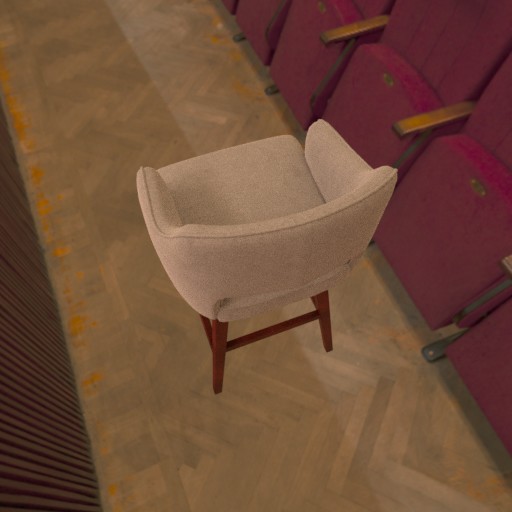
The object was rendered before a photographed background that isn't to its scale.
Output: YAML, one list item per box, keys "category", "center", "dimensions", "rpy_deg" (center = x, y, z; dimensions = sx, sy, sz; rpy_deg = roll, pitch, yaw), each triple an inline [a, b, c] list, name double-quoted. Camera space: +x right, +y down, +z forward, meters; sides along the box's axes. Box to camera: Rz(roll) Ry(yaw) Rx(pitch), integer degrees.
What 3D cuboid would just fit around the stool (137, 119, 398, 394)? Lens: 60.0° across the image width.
- category: "stool"
  center: [0.000, 0.000, 1.323]
  dimensions: [0.548, 1.012, 0.558]
  rpy_deg: [-18, 60, -11]
